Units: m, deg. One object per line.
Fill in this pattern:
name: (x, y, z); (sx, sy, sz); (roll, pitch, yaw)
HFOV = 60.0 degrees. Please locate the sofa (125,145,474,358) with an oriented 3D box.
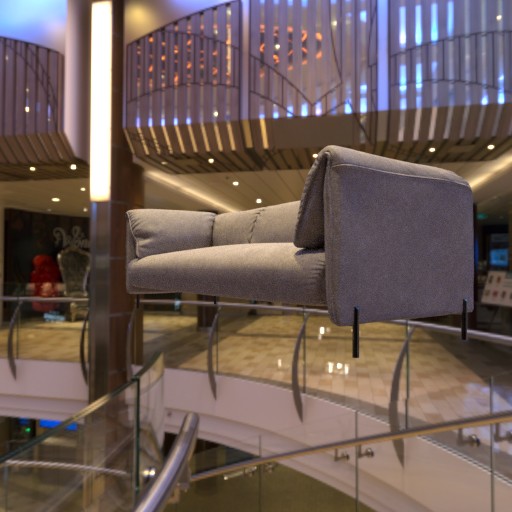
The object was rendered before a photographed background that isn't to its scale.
sofa: (0.000, 0.000, 2.638); (0.899, 0.758, 2.238); (1, -2, -34)
